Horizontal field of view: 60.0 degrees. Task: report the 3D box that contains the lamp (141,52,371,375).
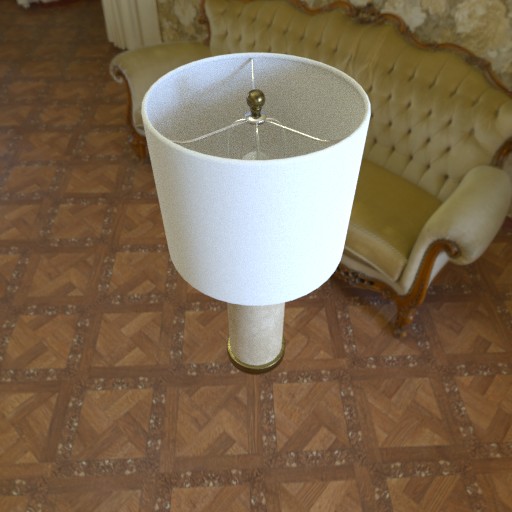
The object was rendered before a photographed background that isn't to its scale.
[{"bbox_3d":[0.000,0.000,0.816,0.305,0.634,0.305,-3,46,-3],"label":"lamp"}]
